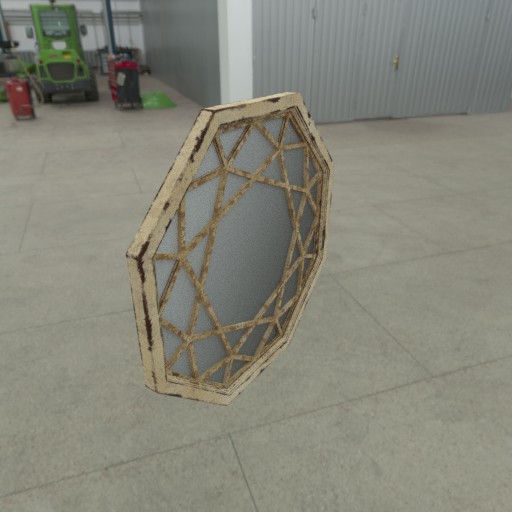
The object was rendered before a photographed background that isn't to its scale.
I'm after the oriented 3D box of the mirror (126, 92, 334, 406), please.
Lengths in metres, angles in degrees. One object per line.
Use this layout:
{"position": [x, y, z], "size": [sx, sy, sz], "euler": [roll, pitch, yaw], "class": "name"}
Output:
{"position": [0.000, 0.000, 0.966], "size": [0.031, 0.648, 0.648], "euler": [18, 32, 31], "class": "mirror"}
